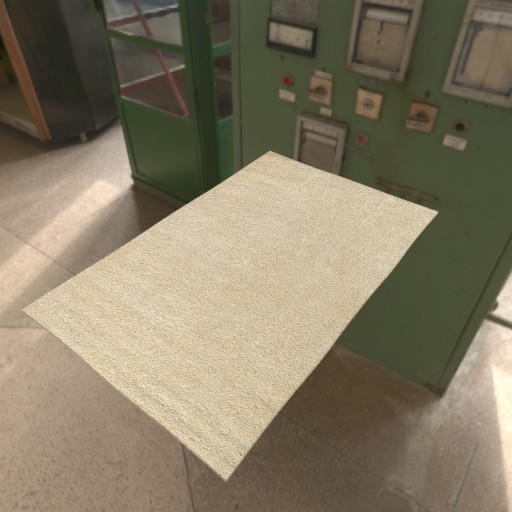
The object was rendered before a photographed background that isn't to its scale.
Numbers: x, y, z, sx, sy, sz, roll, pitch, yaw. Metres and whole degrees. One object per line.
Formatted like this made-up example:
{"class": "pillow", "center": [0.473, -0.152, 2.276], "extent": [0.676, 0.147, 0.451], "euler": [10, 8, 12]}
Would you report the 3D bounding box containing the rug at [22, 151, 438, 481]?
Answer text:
{"class": "rug", "center": [0.000, 0.000, 2.835], "extent": [1.500, 0.025, 2.346], "euler": [27, 48, 27]}
